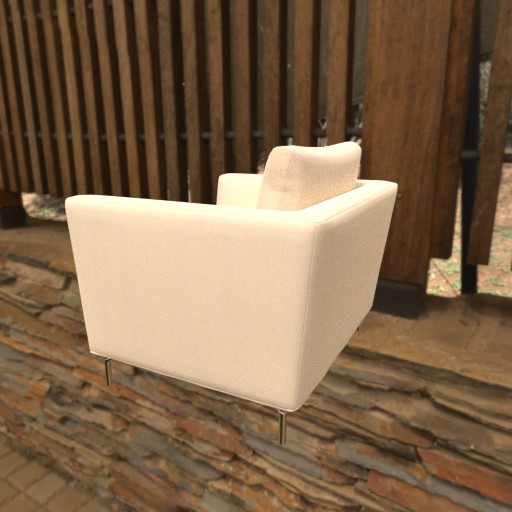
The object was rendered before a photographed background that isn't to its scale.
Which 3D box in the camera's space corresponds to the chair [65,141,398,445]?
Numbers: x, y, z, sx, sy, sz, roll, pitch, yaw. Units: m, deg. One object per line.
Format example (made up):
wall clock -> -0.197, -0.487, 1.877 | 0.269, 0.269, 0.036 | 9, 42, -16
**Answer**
chair -> 0.000, 0.000, 1.741 | 0.889, 0.865, 1.041 | 8, 17, 26
